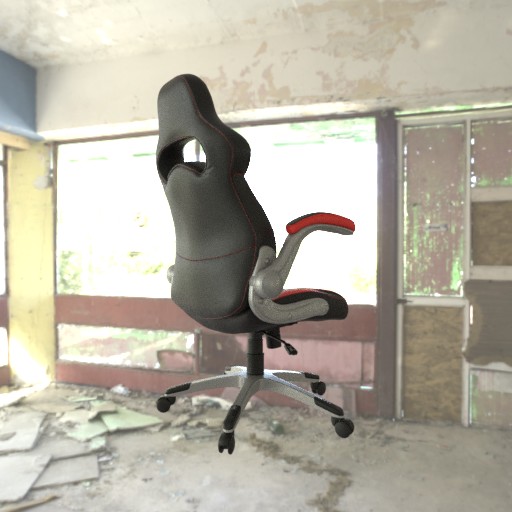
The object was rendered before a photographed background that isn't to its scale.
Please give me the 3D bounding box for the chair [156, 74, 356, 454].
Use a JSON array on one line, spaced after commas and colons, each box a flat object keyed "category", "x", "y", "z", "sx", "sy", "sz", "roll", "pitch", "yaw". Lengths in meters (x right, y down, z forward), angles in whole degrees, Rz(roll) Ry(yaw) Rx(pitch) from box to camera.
[{"category": "chair", "x": 0.000, "y": 0.000, "z": 1.647, "sx": 0.712, "sy": 1.165, "sz": 0.758, "roll": -1, "pitch": 1, "yaw": -37}]
